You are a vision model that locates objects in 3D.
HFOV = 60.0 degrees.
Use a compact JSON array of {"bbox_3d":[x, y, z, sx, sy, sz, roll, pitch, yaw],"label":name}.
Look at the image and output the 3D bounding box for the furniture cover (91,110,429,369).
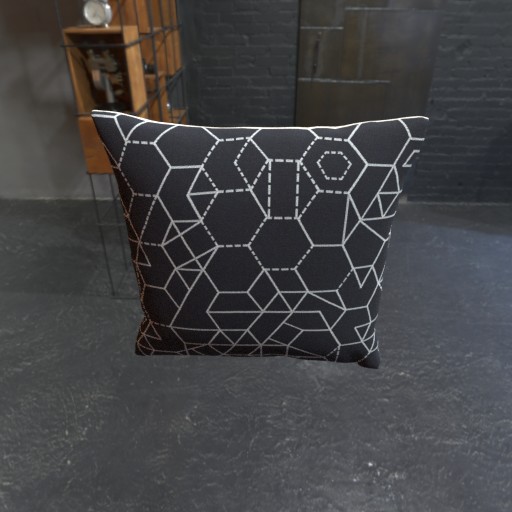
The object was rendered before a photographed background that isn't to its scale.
[{"bbox_3d":[0.000,0.000,0.805,0.517,0.508,0.158,2,31,3],"label":"furniture cover"}]
